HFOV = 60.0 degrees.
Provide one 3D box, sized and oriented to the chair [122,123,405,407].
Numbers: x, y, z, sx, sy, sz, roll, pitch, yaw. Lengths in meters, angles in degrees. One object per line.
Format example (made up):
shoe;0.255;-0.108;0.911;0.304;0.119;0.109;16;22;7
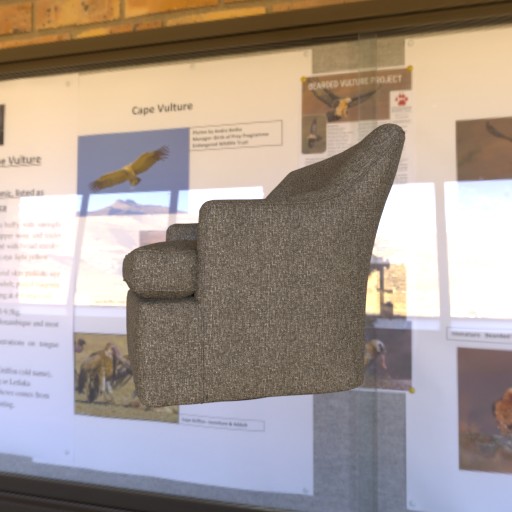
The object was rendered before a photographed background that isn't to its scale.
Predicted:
chair;0.000;0.000;1.621;0.923;0.856;0.864;0;-1;-18
